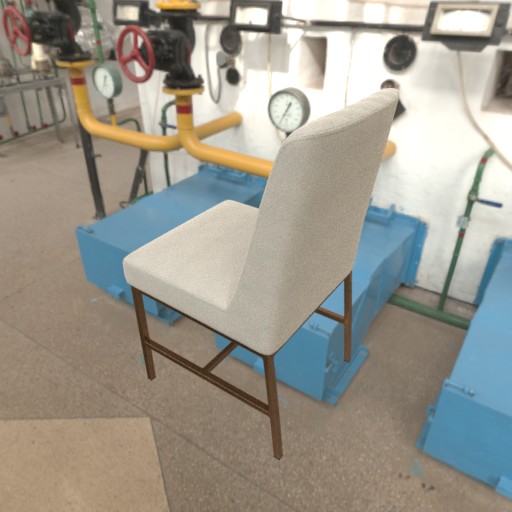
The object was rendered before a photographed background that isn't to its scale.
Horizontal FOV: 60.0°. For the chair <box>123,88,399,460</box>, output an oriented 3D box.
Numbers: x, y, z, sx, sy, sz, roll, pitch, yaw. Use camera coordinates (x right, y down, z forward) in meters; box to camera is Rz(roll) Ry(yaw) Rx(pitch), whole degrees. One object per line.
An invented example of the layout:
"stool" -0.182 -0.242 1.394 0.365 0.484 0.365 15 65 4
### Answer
"chair" 0.000 0.000 1.280 0.597 0.933 0.503 20 37 29
